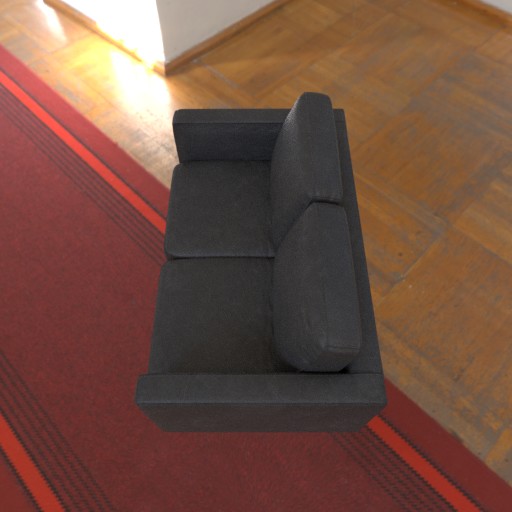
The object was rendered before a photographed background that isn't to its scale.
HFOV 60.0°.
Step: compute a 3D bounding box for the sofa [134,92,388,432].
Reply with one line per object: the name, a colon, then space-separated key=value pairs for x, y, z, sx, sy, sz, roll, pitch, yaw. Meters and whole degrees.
sofa: x=0.000 y=0.000 z=2.029 sx=0.879 sy=0.899 sz=1.430 roll=0 pitch=59 yaw=0
